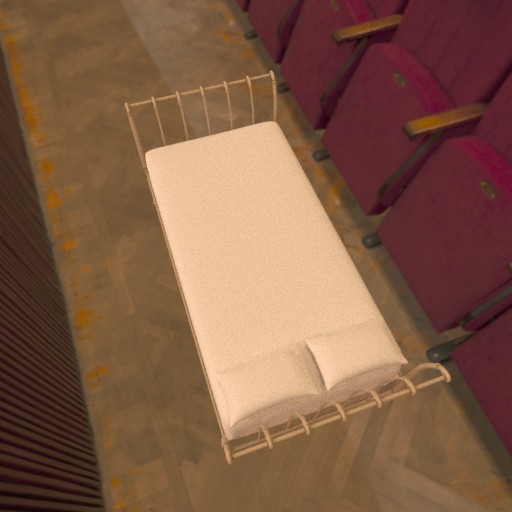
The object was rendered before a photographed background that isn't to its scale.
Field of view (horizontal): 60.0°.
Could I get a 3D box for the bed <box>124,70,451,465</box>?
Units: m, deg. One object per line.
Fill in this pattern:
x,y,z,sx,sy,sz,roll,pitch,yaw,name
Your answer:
0.000,0.000,2.719,1.032,0.873,2.228,-16,60,-10,bed
